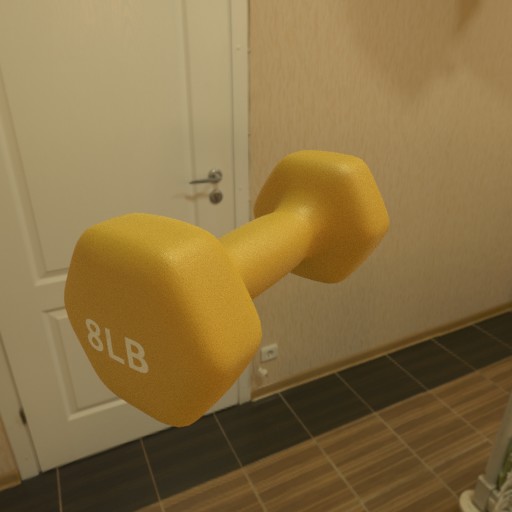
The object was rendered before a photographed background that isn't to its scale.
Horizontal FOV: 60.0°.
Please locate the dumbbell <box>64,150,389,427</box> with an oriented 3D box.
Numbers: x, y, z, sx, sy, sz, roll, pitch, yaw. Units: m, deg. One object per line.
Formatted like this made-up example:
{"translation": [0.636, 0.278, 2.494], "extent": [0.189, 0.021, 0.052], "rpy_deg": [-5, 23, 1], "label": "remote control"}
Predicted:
{"translation": [0.000, 0.000, 0.237], "extent": [0.090, 0.082, 0.190], "rpy_deg": [17, 30, 31], "label": "dumbbell"}
